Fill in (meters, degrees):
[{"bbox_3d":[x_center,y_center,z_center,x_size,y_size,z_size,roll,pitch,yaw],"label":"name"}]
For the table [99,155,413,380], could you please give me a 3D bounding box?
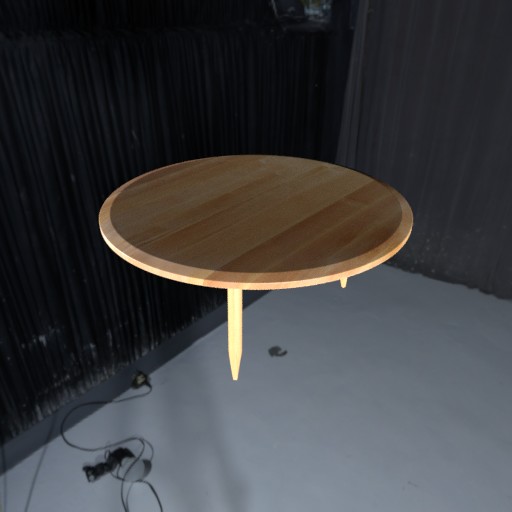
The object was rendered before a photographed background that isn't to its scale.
[{"bbox_3d":[0.000,0.000,1.426,0.900,0.400,0.900,0,30,0],"label":"table"}]
